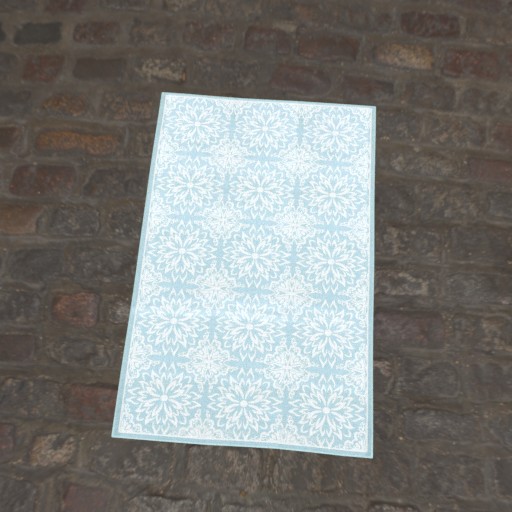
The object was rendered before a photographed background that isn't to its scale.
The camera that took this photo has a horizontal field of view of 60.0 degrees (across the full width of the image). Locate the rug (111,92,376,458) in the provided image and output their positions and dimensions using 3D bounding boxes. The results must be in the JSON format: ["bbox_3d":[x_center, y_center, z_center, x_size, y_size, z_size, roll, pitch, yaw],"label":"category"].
[{"bbox_3d":[0.000,0.000,2.283,1.219,0.012,1.840,4,76,1],"label":"rug"}]
